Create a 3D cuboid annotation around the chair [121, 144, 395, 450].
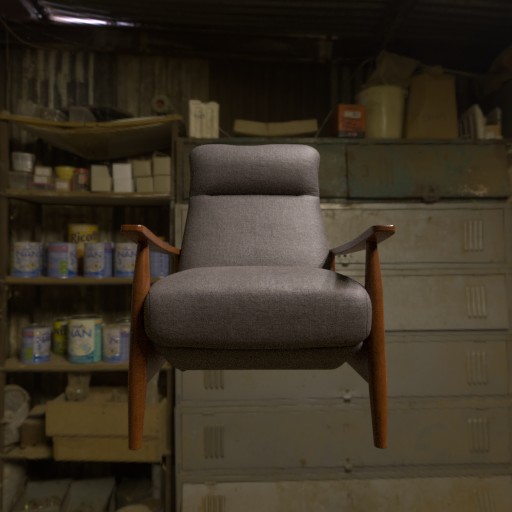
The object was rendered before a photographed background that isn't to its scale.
[{"bbox_3d":[0.000,0.000,1.722,0.762,1.081,1.014,0,0,-1],"label":"chair"}]
